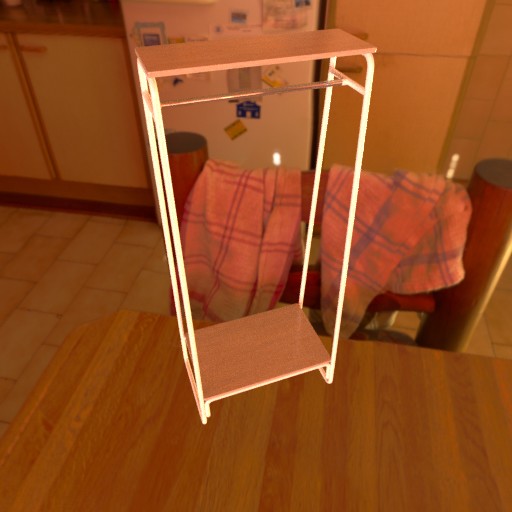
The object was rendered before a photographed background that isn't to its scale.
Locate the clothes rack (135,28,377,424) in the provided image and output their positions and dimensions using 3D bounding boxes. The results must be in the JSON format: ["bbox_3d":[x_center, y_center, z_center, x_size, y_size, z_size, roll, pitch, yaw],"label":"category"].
[{"bbox_3d":[0.000,0.000,1.719,0.640,1.512,0.400,-13,42,-15],"label":"clothes rack"}]
